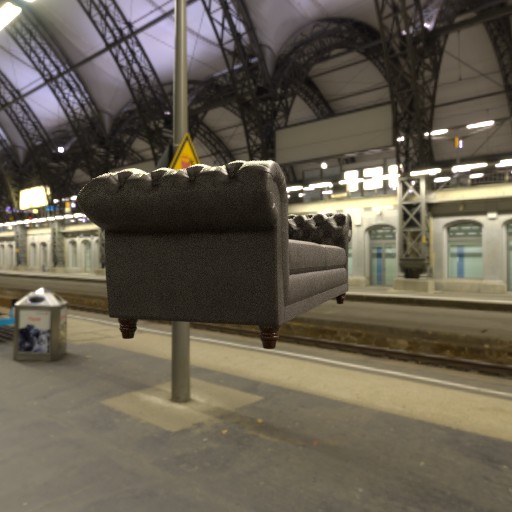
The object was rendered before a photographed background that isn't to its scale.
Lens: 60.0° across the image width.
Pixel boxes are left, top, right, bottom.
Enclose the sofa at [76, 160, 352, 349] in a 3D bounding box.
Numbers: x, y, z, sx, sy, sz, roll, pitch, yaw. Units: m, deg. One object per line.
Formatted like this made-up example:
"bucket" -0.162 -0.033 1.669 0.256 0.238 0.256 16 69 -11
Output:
"sofa" 0.000 0.000 2.879 0.944 0.783 2.385 0 0 19
